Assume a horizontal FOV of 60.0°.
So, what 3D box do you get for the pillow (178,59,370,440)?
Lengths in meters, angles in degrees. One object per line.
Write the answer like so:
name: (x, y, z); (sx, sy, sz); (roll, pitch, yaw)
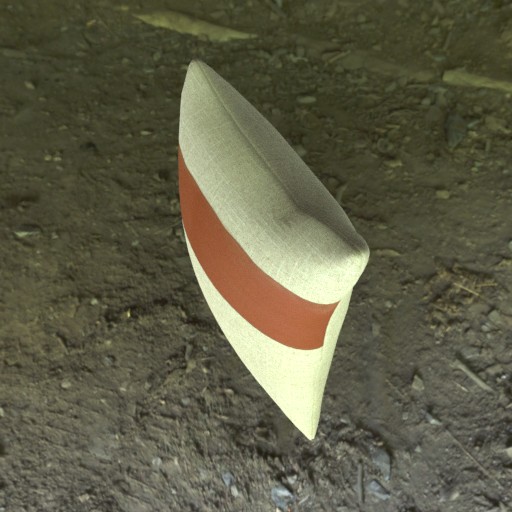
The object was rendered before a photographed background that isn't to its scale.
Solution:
pillow: (0.000, 0.000, 0.628); (0.173, 0.399, 0.414); (-18, 50, -16)
